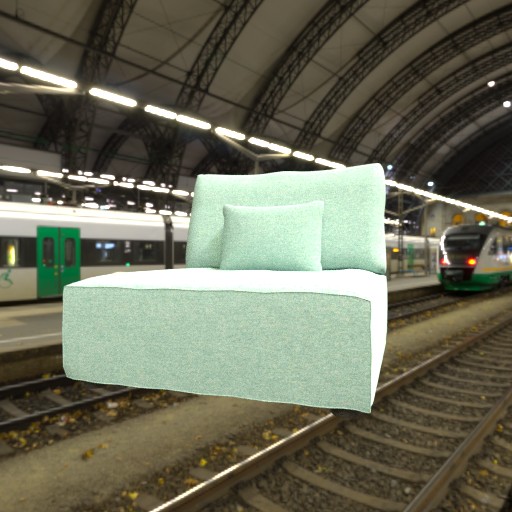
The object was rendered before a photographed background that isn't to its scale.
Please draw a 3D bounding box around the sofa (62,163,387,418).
[{"bbox_3d":[0.000,0.000,1.694,0.930,0.820,1.000,0,0,18],"label":"sofa"}]
